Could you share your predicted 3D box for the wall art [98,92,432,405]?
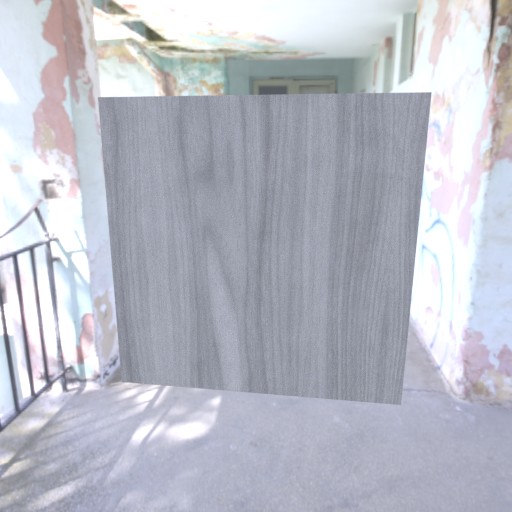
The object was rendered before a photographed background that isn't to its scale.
[{"bbox_3d":[0.000,0.000,0.741,0.508,0.507,0.016,2,15,8],"label":"wall art"}]
